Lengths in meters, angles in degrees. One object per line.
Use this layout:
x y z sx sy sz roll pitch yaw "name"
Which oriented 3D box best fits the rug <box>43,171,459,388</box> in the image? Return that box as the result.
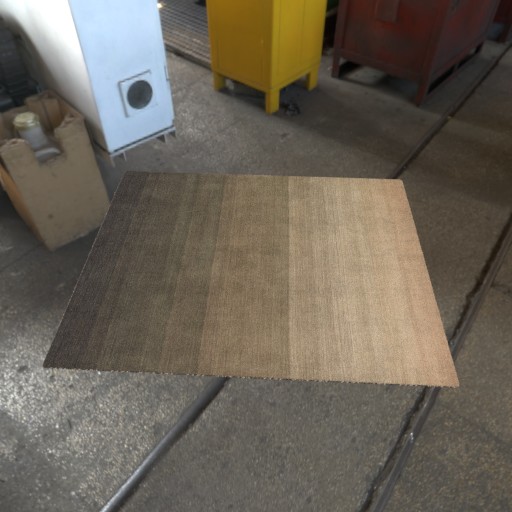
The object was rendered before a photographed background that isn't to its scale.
0.000 0.000 3.844 2.902 0.017 2.306 2 47 2 "rug"
